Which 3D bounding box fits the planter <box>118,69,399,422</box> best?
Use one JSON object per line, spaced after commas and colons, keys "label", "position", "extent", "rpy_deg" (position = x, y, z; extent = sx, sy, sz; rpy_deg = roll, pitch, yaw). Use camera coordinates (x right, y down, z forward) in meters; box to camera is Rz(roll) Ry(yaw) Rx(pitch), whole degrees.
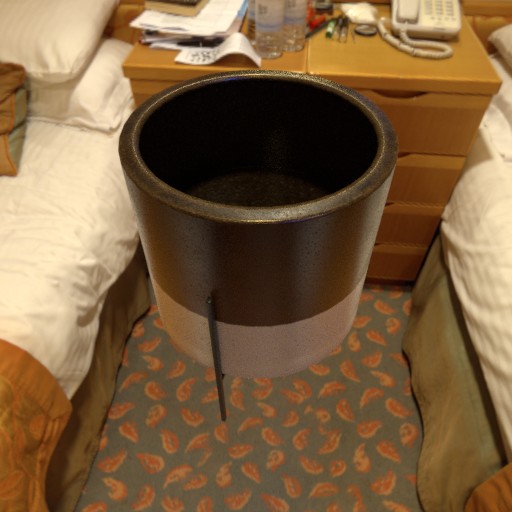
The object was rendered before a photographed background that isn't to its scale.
{"label": "planter", "position": [0.000, 0.000, 0.719], "extent": [0.345, 0.465, 0.354], "rpy_deg": [-32, 54, -27]}
